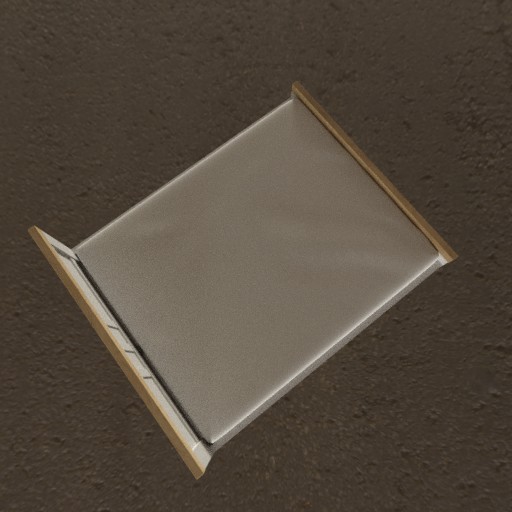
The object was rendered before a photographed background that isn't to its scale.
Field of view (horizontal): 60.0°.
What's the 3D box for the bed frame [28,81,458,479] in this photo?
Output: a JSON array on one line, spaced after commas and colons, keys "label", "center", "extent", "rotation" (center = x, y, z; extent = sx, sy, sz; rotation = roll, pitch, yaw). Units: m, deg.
[{"label": "bed frame", "center": [0.000, 0.000, 3.025], "extent": [2.050, 0.980, 1.670], "rotation": [-37, 78, -9]}]
